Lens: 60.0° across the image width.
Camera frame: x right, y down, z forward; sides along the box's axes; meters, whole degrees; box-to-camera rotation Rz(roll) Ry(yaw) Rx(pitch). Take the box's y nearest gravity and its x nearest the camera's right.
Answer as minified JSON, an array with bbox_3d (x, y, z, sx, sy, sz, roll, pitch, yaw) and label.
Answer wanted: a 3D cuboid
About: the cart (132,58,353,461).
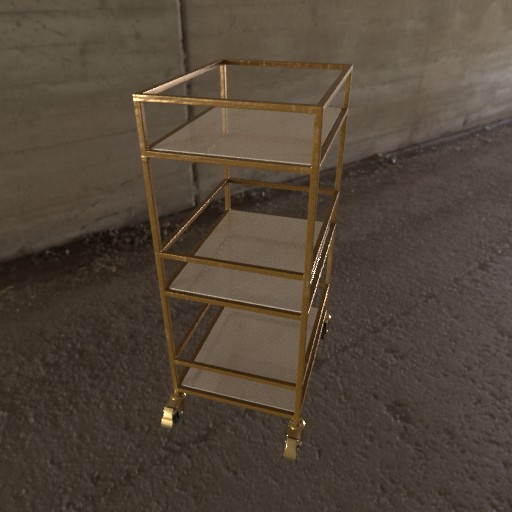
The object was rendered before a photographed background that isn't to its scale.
[{"bbox_3d":[0.000,0.000,1.011,0.332,0.761,0.483,9,33,14],"label":"cart"}]
